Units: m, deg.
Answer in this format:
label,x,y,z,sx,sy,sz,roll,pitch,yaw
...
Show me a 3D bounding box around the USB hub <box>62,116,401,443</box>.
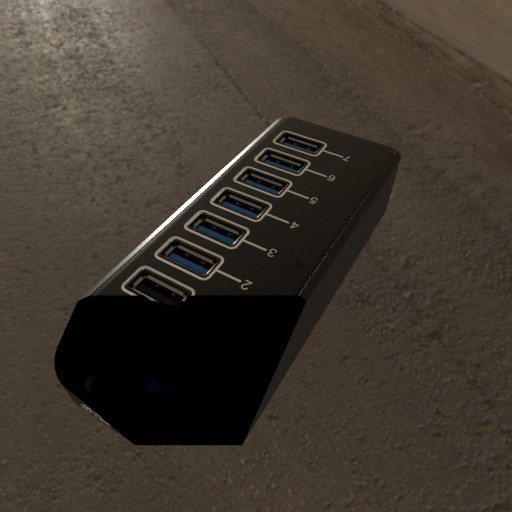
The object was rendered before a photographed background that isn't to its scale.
label,x,y,z,sx,sy,sz,roll,pitch,yaw
USB hub,0.000,0.000,0.124,0.044,0.023,0.110,24,52,21
